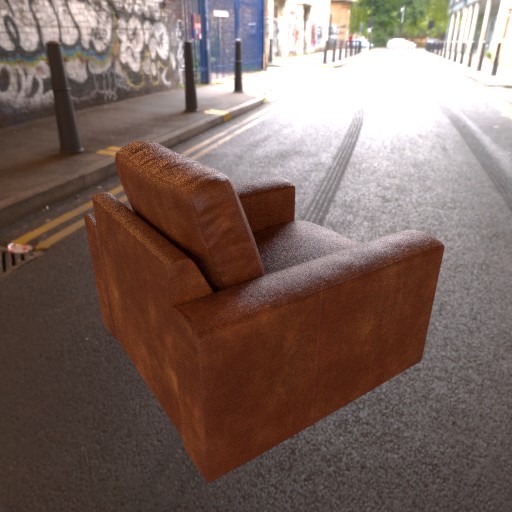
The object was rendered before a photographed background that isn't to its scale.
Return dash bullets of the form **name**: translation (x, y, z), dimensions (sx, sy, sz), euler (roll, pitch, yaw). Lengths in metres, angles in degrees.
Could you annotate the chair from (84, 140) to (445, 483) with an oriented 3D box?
- **chair**: translation (0.000, 0.000, 1.731), dimensions (1.016, 0.873, 1.005), euler (-17, 31, -30)
